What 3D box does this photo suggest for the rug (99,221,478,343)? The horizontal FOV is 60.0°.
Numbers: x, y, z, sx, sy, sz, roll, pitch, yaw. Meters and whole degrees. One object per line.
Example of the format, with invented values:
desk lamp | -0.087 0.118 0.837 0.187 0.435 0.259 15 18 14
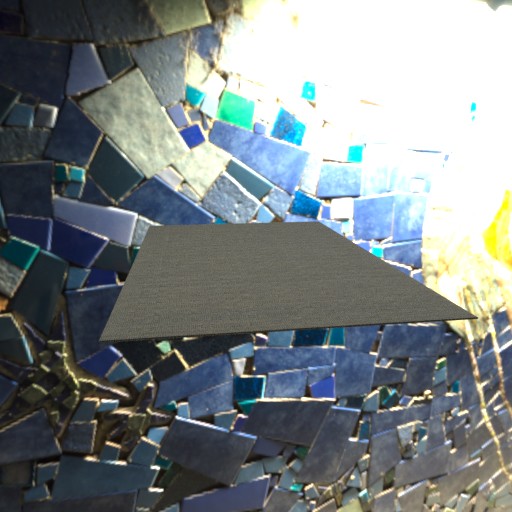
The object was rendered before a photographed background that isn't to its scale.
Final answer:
rug | 0.000 0.000 2.143 1.142 0.006 1.752 -2 15 -8
